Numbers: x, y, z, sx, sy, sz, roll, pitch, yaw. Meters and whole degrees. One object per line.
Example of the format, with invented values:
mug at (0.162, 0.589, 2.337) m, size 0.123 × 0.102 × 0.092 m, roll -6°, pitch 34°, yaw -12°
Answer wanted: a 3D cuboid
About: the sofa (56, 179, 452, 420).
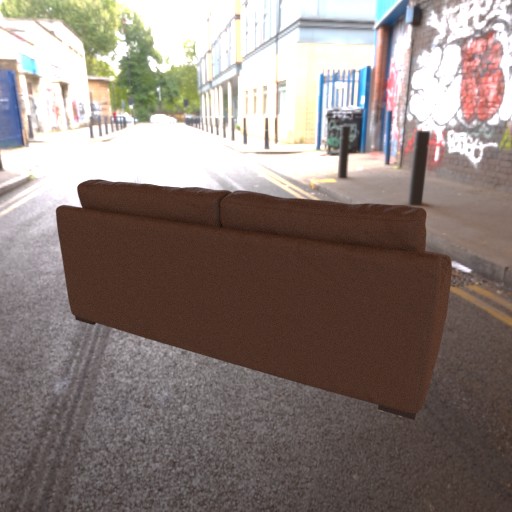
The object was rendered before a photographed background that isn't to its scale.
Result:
sofa at (0.000, 0.000, 2.813) m, size 2.274 × 0.950 × 1.140 m, roll 9°, pitch 20°, yaw 26°
